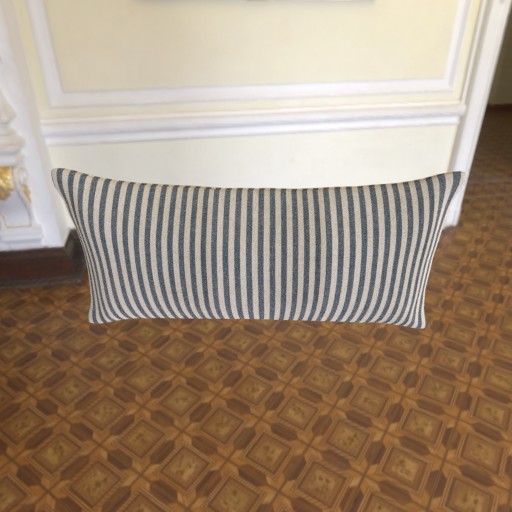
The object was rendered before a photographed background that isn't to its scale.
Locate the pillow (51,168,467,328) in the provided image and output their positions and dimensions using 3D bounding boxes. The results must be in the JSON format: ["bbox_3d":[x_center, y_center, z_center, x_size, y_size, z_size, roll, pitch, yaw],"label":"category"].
[{"bbox_3d":[0.000,0.000,0.729,0.617,0.295,0.151,1,30,1],"label":"pillow"}]
